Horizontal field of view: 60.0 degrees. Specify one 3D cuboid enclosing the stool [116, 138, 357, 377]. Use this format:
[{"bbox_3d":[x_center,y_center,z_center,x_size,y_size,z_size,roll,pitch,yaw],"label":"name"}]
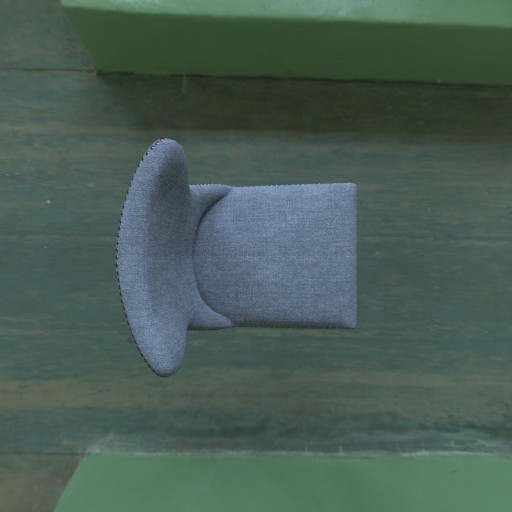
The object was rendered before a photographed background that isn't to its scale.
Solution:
[{"bbox_3d":[0.000,0.000,1.443,0.606,1.123,0.494,0,90,-1],"label":"stool"}]
